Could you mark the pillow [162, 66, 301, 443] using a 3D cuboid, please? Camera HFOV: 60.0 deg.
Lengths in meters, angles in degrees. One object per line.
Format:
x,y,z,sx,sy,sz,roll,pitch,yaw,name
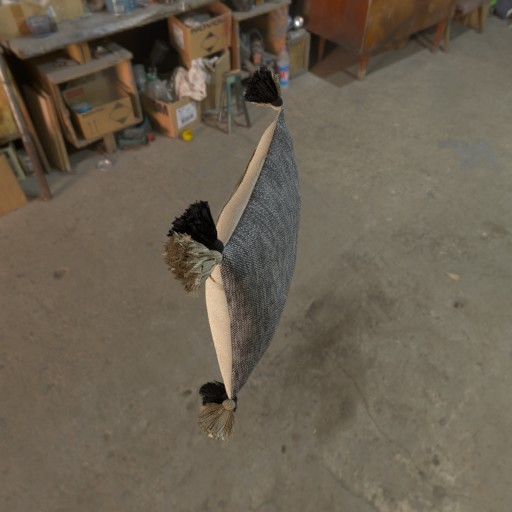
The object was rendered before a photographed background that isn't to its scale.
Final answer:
0.000,0.000,1.001,0.170,0.659,0.654,10,48,9,pillow
